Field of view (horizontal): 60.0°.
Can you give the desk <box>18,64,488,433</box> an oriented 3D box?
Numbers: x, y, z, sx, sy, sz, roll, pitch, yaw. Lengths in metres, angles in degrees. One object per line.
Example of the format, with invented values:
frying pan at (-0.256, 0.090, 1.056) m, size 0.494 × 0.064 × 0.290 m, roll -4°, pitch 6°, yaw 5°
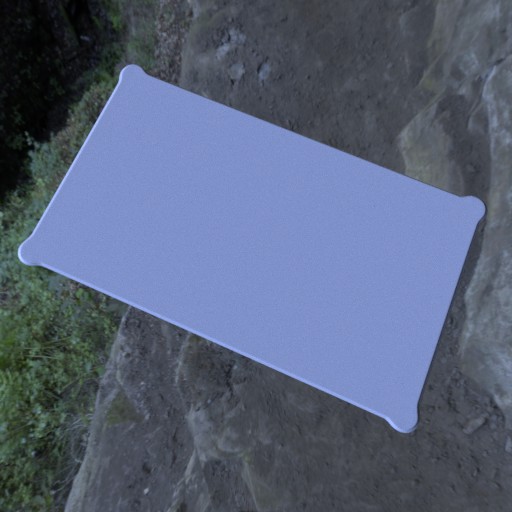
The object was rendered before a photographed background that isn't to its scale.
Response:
desk at (0.000, 0.000, 1.826) m, size 1.380 × 0.762 × 0.807 m, roll 23°, pitch 78°, yaw 5°
